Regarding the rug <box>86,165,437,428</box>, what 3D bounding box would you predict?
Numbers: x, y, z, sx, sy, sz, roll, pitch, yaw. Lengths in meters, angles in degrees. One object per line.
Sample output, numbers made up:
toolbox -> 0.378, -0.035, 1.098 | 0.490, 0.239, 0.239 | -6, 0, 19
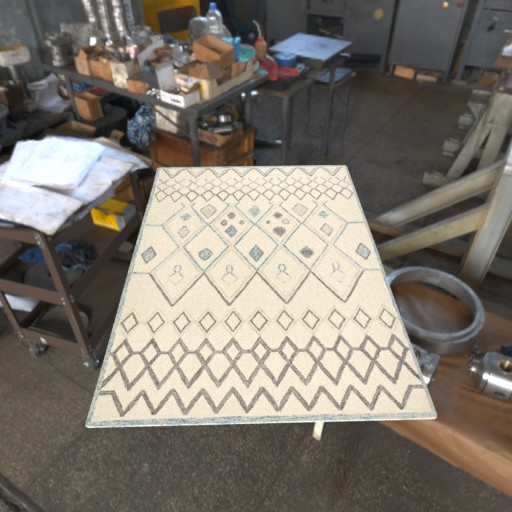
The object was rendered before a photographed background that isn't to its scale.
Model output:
rug -> 0.000, 0.000, 2.267 | 1.260, 0.009, 1.820 | -1, 41, -1
